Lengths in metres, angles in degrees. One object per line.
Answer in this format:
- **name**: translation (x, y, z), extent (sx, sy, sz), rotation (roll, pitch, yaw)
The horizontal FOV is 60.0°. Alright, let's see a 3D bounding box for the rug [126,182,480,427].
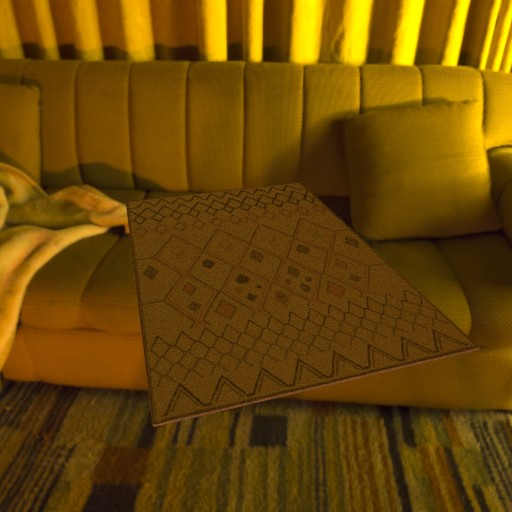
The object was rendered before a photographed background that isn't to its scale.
- **rug**: translation (0.000, 0.000, 2.278), extent (1.219, 0.016, 1.829), rotation (-9, 31, -15)
